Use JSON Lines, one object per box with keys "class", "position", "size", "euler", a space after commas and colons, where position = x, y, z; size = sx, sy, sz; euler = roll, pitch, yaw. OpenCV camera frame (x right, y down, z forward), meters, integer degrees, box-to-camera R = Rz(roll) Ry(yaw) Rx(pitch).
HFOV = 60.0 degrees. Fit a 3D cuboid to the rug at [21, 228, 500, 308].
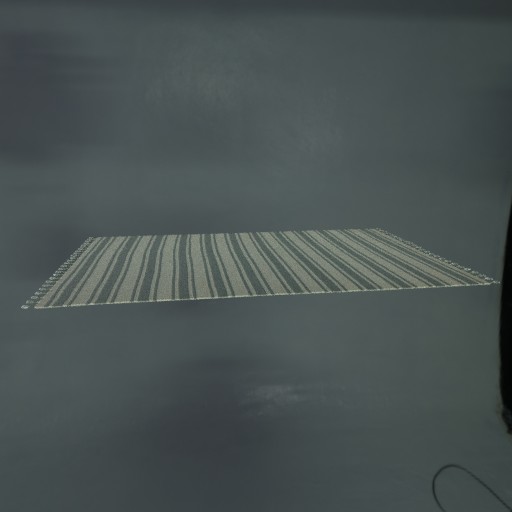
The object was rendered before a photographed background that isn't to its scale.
{"class": "rug", "position": [0.000, 0.000, 2.919], "size": [2.410, 0.011, 1.539], "euler": [-2, 15, -9]}
